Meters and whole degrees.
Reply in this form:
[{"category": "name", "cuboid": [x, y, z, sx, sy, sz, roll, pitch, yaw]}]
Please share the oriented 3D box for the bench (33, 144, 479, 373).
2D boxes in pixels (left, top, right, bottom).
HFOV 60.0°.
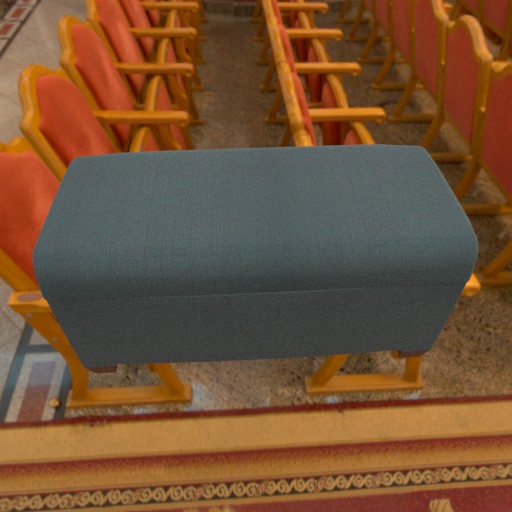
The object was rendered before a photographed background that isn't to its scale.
[{"category": "bench", "cuboid": [0.000, 0.000, 1.245, 0.995, 0.474, 0.476, -2, 47, -2]}]
